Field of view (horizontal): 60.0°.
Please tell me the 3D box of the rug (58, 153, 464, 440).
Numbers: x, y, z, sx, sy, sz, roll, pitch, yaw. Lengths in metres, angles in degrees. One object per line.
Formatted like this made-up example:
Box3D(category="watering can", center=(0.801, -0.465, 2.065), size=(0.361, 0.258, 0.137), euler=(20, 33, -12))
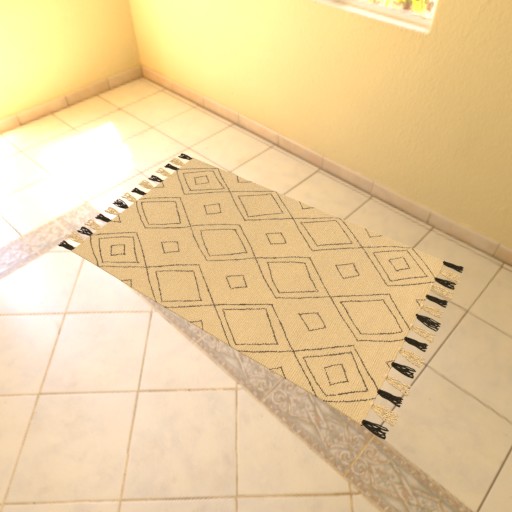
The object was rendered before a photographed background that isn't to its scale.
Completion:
Box3D(category="rug", center=(0.000, 0.000, 3.382), size=(2.755, 0.021, 1.524), euler=(26, 52, 22))
